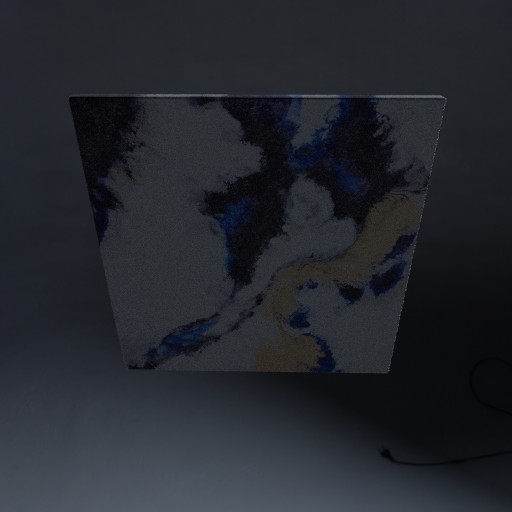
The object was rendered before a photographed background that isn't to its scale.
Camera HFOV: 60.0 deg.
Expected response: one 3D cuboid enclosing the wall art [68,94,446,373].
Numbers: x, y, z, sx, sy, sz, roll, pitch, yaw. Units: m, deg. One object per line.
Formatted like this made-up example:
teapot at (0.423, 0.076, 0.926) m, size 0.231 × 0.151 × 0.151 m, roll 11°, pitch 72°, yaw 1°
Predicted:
wall art at (0.000, 0.000, 1.280) m, size 0.887 × 0.885 × 0.038 m, roll 1°, pitch 31°, yaw 1°
